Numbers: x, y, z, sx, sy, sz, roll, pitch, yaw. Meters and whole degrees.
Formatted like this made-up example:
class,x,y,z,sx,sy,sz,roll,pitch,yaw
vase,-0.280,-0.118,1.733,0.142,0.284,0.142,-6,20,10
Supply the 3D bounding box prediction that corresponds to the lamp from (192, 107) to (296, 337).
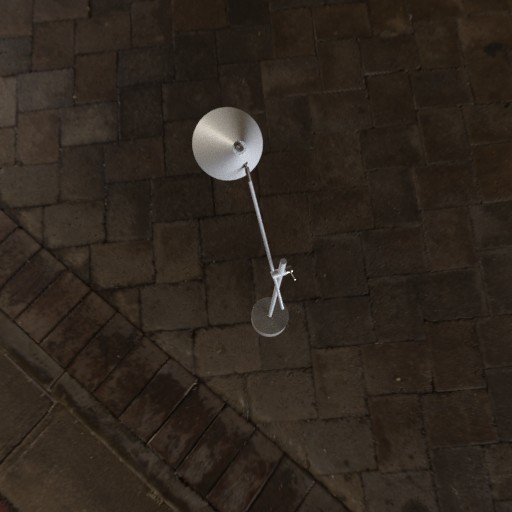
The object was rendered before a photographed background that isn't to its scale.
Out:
class,x,y,z,sx,sy,sz,roll,pitch,yaw
lamp,0.000,0.000,1.635,0.223,1.430,0.508,-18,76,-5
